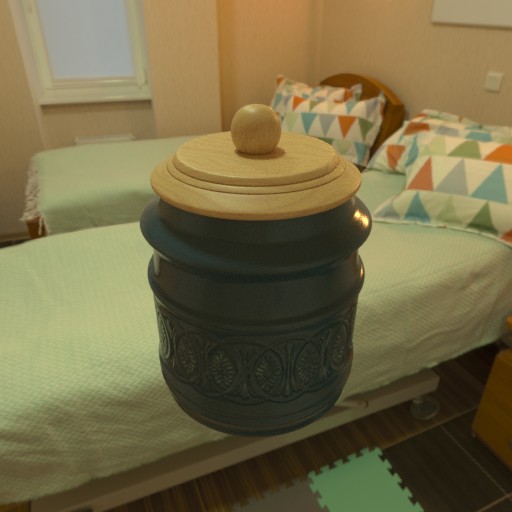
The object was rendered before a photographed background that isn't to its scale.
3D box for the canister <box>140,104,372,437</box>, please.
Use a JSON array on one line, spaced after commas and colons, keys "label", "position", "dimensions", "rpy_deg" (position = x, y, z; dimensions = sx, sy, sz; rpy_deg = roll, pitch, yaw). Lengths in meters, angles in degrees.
[{"label": "canister", "position": [0.000, 0.000, 0.268], "dimensions": [0.130, 0.176, 0.130], "rpy_deg": [0, 30, 0]}]
